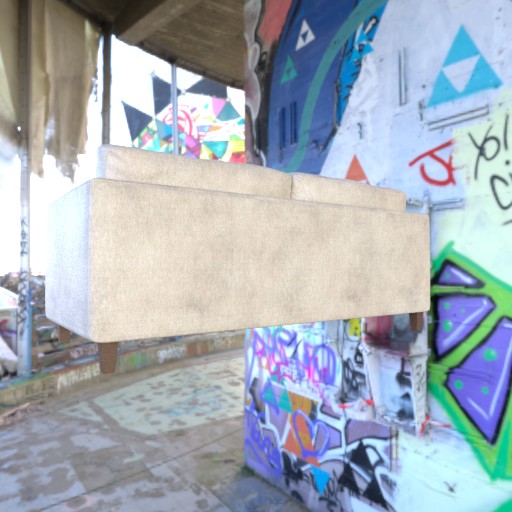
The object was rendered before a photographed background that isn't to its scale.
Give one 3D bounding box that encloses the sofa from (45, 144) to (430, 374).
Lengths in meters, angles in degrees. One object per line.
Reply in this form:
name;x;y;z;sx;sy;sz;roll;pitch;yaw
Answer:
sofa;0.000;0.000;2.687;2.208;0.965;0.951;1;-2;-35
